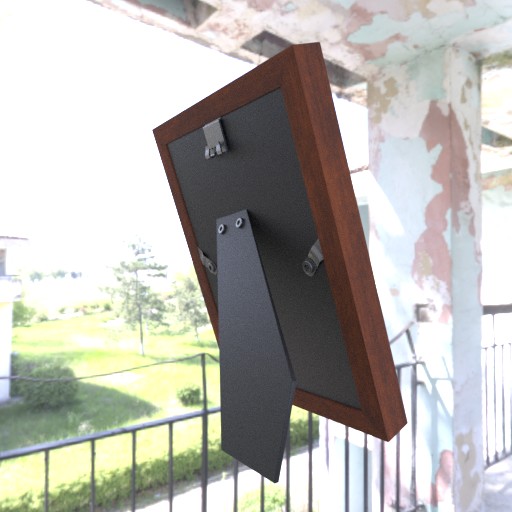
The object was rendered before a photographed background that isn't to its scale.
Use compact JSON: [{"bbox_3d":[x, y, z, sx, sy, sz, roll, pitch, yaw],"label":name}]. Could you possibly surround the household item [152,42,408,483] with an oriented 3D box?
[{"bbox_3d":[0.000,0.000,0.288,0.096,0.204,0.160,1,-1,-36],"label":"household item"}]
